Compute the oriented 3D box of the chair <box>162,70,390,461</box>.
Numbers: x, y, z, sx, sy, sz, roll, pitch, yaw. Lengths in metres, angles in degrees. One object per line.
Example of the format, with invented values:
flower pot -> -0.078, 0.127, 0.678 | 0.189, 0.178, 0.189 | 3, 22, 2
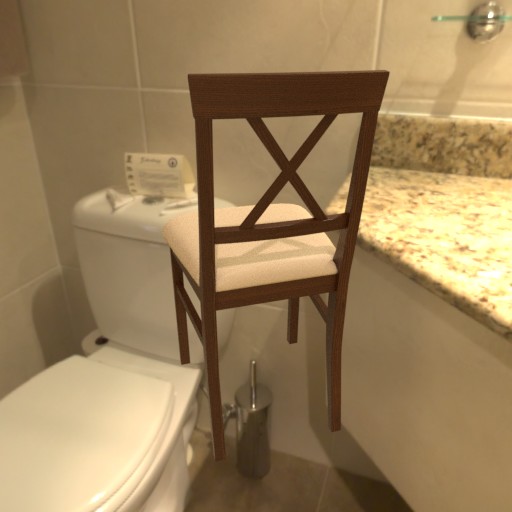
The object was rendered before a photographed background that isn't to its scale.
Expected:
chair -> 0.000, 0.000, 1.156 | 0.440, 0.913, 0.480 | -8, 27, -15
